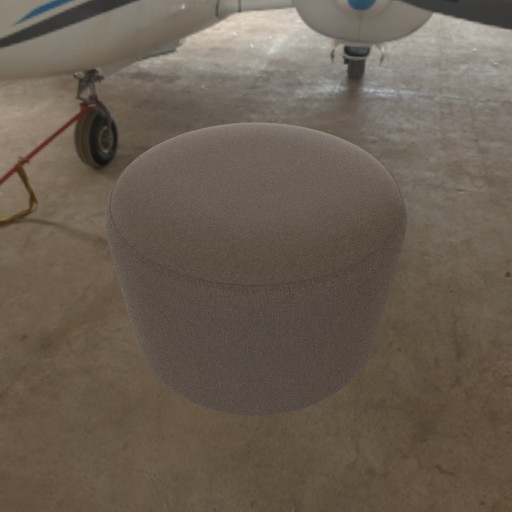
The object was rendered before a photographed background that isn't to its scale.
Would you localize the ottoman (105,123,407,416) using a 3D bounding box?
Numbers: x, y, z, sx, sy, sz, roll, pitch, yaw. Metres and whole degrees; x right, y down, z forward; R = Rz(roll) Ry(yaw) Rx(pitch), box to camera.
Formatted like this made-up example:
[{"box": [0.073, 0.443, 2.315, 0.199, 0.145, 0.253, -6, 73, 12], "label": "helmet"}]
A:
[{"box": [0.000, 0.000, 1.017, 0.608, 0.433, 0.608, 0, 41, 0], "label": "ottoman"}]
